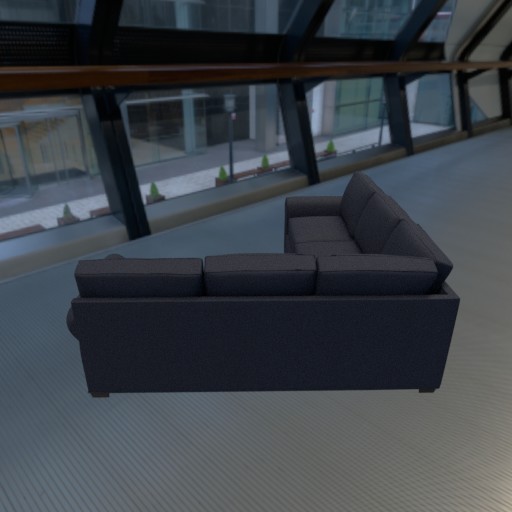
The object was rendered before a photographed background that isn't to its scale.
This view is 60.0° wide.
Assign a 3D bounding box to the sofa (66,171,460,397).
[{"bbox_3d":[0.000,0.000,4.027,2.562,1.042,2.487,0,25,-1],"label":"sofa"}]
